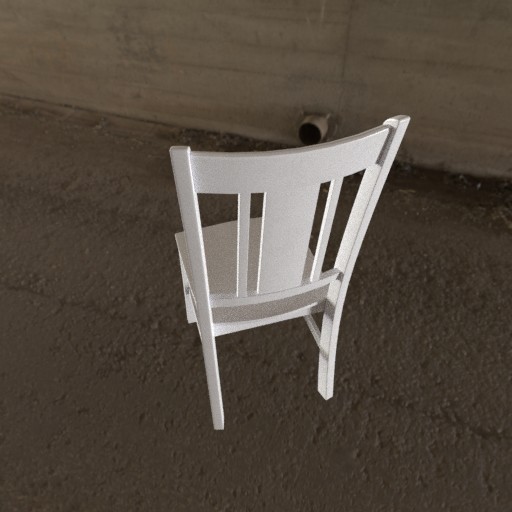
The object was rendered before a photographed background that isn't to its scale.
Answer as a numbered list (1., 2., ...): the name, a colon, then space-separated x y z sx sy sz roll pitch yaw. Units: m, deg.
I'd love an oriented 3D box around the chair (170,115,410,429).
1. chair: 0.000 0.000 1.288 0.450 0.998 0.555 -11 42 -13
